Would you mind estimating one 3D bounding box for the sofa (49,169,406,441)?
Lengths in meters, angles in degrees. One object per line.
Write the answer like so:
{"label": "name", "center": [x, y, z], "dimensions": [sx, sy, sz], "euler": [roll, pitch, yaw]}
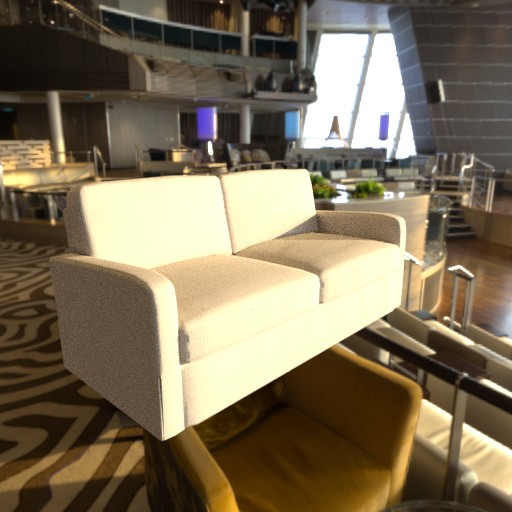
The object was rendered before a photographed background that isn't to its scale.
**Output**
{"label": "sofa", "center": [0.000, 0.000, 2.321], "dimensions": [0.894, 0.831, 1.808], "euler": [13, 20, 41]}
